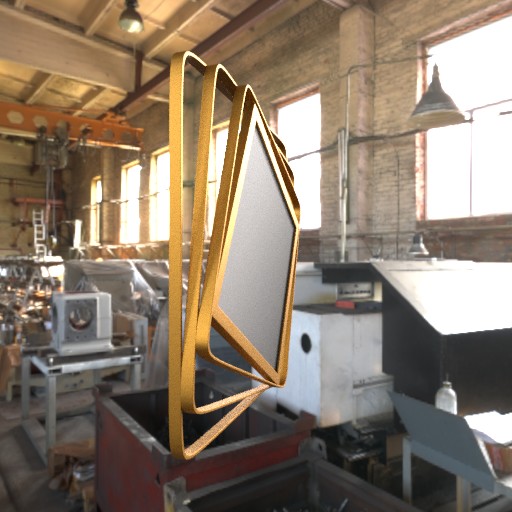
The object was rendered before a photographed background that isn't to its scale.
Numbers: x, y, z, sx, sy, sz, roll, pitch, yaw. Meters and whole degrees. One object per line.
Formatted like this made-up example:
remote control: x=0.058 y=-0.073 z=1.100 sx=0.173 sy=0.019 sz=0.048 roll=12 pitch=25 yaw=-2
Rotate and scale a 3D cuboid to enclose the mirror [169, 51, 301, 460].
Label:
mirror: x=0.000 y=0.000 z=0.694 sx=0.045 sy=0.468 sz=0.470 roll=0 pitch=0 yaw=18
